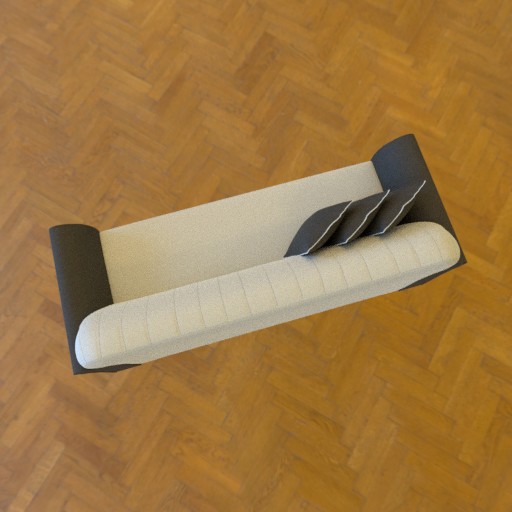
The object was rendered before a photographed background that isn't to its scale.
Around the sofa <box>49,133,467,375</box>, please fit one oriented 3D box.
[{"bbox_3d":[0.000,0.000,2.434,2.001,0.787,0.755,-15,76,-4],"label":"sofa"}]
